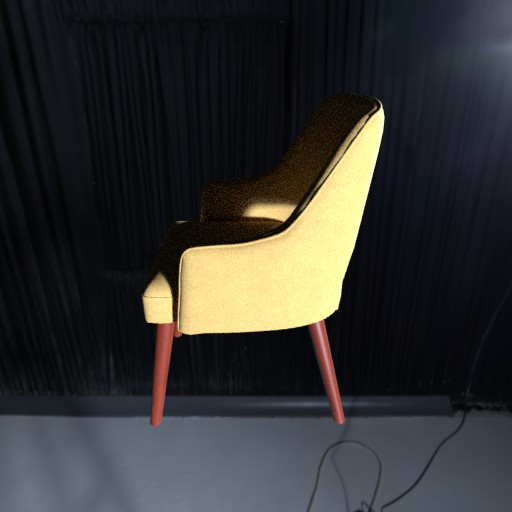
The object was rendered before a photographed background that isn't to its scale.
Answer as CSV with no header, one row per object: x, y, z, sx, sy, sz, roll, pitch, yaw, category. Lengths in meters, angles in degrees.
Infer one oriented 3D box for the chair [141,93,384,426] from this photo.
0.000,0.000,1.261,0.605,0.849,0.548,0,26,0,chair
